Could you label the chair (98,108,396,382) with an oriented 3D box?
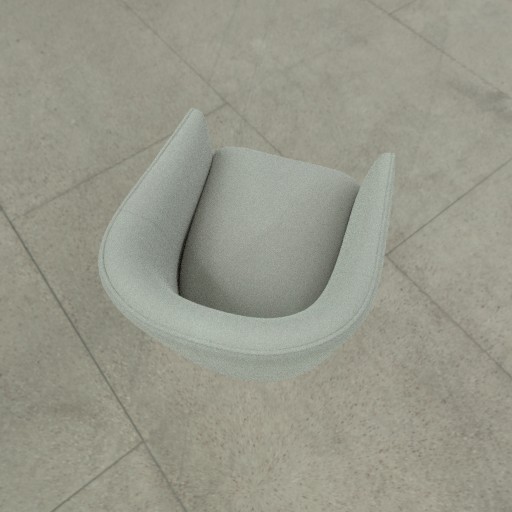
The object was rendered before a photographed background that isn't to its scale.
[{"bbox_3d":[0.000,0.000,1.449,0.747,0.799,0.875,15,63,8],"label":"chair"}]
